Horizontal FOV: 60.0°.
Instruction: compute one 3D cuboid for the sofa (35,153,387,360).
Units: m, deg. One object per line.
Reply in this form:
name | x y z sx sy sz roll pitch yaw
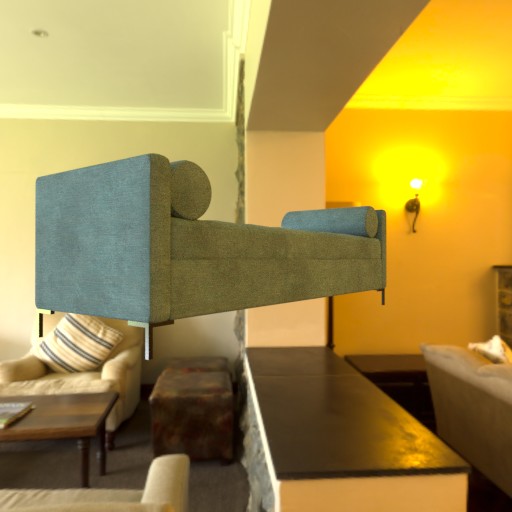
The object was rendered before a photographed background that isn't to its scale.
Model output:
sofa | 0.000 0.000 2.312 0.686 0.635 1.981 0 0 36
